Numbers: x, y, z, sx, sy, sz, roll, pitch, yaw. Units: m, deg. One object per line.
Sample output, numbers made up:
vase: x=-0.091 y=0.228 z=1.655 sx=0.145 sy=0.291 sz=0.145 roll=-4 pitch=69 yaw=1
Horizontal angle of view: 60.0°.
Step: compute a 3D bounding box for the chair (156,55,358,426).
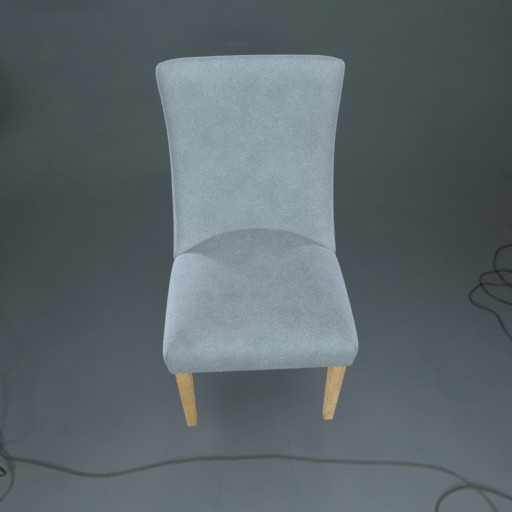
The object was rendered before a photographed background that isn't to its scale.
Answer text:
chair: x=0.000 y=0.000 z=1.257 sx=0.495 sy=0.902 sz=0.610 roll=-2 pitch=46 yaw=-2
